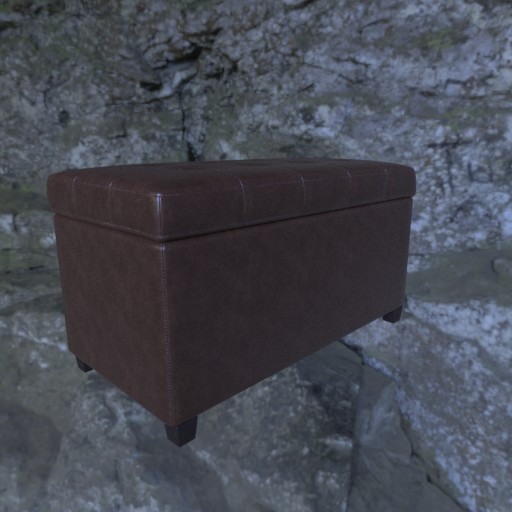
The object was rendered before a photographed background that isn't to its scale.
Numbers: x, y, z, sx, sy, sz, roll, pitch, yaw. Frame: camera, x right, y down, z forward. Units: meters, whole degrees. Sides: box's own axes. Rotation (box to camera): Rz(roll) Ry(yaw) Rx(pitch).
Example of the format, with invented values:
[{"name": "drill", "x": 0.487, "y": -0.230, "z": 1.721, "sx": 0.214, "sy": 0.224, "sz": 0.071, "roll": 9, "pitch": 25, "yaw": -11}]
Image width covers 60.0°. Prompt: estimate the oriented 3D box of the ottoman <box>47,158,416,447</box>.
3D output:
[{"name": "ottoman", "x": 0.000, "y": 0.000, "z": 1.120, "sx": 0.432, "sy": 0.470, "sz": 0.838, "roll": 14, "pitch": 20, "yaw": 43}]
